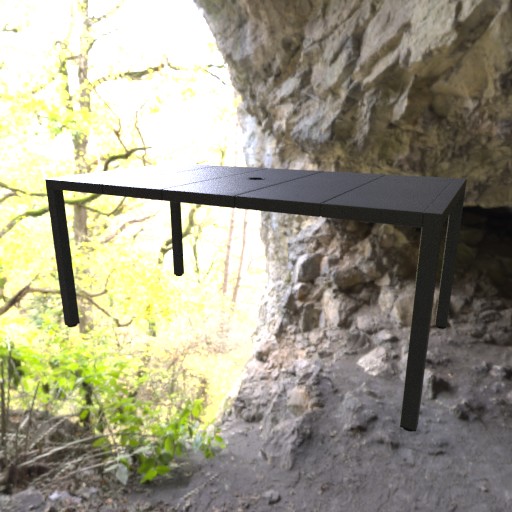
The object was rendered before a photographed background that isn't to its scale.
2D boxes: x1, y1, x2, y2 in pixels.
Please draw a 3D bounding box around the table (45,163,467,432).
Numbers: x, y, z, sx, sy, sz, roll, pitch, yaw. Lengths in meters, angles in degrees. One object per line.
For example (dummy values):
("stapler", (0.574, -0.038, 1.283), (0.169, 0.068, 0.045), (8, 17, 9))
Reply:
("table", (0.000, 0.000, 2.111), (1.680, 0.735, 0.914), (9, 19, 27))
